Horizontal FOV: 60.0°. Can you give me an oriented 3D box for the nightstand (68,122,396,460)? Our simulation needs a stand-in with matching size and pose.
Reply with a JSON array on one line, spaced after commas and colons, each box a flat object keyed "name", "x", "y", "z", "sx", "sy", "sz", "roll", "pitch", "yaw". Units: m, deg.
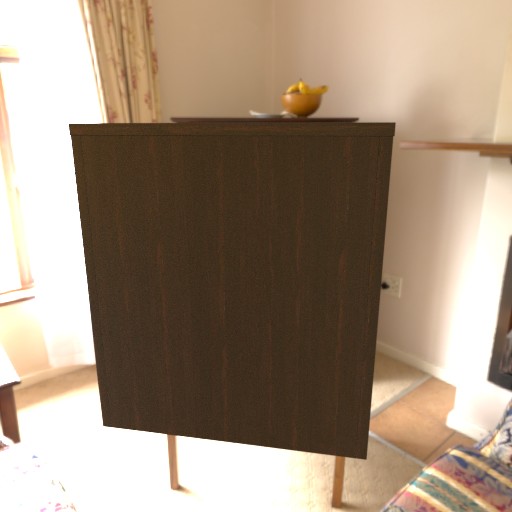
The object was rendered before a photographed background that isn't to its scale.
[{"name": "nightstand", "x": 0.000, "y": 0.000, "z": 0.808, "sx": 0.400, "sy": 0.460, "sz": 0.461, "roll": 3, "pitch": 16, "yaw": 10}]
